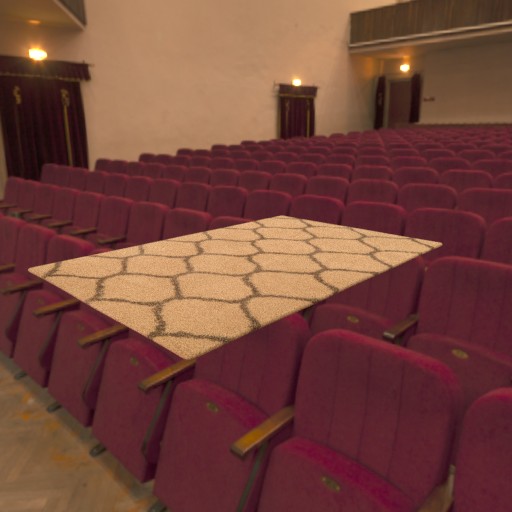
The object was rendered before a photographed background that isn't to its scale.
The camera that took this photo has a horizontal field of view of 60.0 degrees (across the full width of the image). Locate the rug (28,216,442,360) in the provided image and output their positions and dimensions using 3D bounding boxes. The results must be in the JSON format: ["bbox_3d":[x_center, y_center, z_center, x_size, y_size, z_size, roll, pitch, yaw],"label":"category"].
[{"bbox_3d":[0.000,0.000,3.404,1.801,0.026,2.701,15,22,42],"label":"rug"}]
